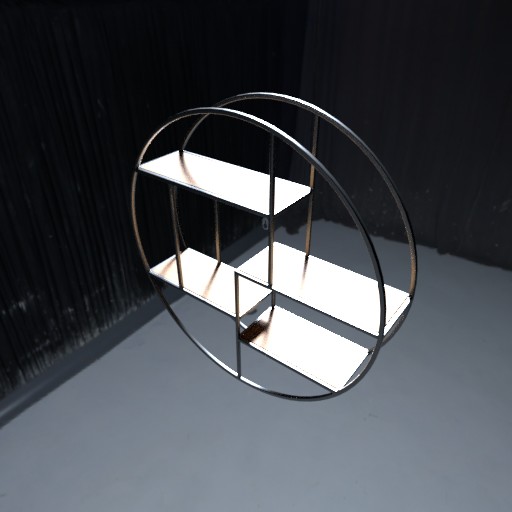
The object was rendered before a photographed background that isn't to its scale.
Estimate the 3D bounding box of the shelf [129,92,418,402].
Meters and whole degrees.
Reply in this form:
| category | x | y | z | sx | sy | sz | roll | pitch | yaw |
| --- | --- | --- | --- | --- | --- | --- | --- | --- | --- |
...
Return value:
| category | x | y | z | sx | sy | sz | roll | pitch | yaw |
| --- | --- | --- | --- | --- | --- | --- | --- | --- | --- |
| shelf | 0.000 | 0.000 | 1.315 | 0.888 | 0.888 | 0.202 | 23 | 39 | 31 |
